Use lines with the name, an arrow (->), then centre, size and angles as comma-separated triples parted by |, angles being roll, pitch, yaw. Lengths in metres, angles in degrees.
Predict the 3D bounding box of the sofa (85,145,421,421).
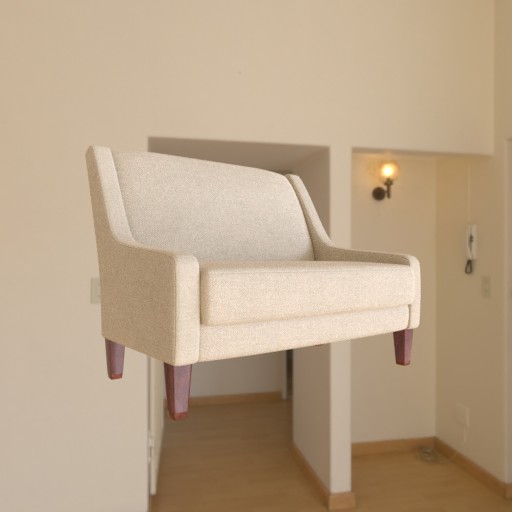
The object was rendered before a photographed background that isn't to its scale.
sofa -> 0.000, 0.000, 1.950 | 1.212, 0.976, 0.946 | 0, 0, -37
